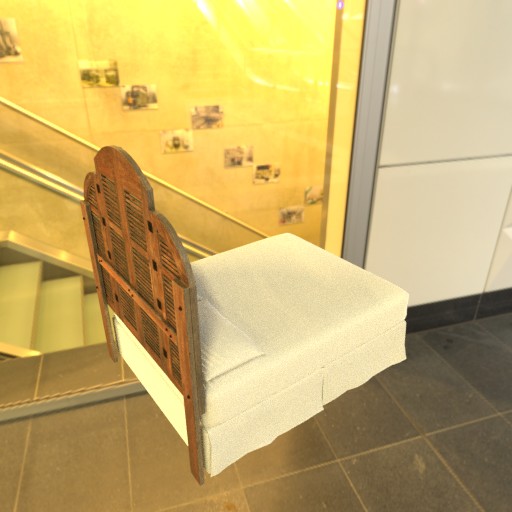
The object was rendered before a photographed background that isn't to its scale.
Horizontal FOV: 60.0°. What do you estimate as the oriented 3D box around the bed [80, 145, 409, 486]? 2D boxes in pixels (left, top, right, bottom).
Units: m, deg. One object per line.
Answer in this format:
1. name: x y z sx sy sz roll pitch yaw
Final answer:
1. bed: 0.000 0.000 3.541 2.138 2.019 1.713 -19 33 -32
